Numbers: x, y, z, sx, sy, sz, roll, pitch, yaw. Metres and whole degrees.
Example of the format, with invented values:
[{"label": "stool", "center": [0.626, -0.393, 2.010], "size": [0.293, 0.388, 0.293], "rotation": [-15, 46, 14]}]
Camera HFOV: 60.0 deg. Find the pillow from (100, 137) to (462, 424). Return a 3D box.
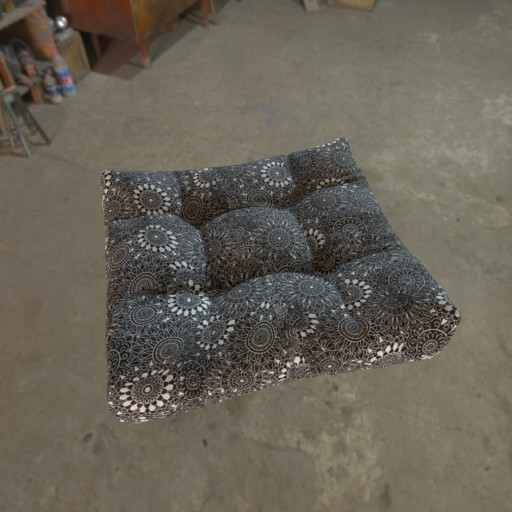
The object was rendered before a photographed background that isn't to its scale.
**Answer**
[{"label": "pillow", "center": [0.000, 0.000, 0.738], "size": [0.490, 0.128, 0.468], "rotation": [-10, 49, -9]}]
